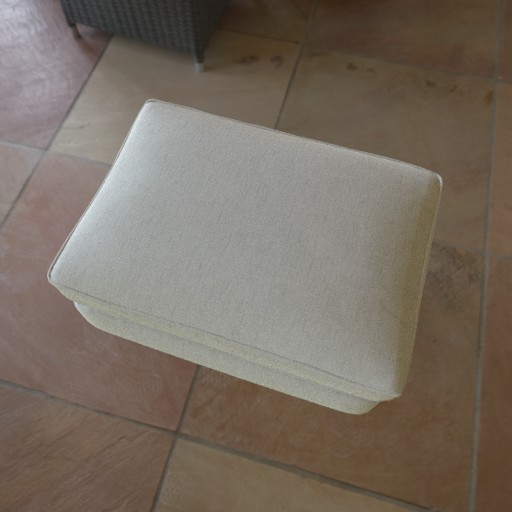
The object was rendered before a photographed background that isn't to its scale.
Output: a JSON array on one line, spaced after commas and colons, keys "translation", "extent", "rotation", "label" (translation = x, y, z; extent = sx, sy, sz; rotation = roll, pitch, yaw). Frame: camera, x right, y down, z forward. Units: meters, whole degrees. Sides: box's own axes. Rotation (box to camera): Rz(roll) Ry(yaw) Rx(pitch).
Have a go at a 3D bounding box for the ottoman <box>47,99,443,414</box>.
[{"translation": [0.000, 0.000, 0.968], "extent": [0.665, 0.406, 0.501], "rotation": [17, 66, 8], "label": "ottoman"}]
